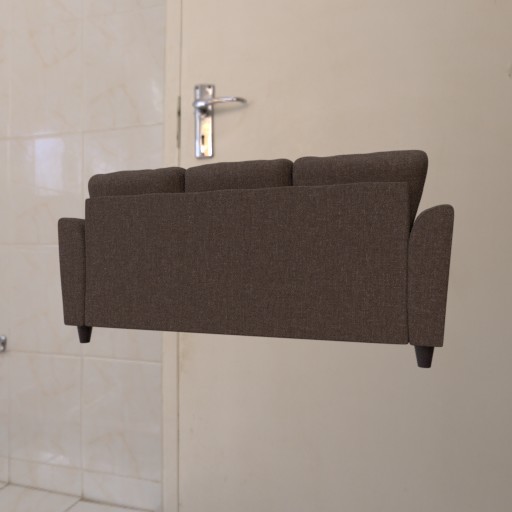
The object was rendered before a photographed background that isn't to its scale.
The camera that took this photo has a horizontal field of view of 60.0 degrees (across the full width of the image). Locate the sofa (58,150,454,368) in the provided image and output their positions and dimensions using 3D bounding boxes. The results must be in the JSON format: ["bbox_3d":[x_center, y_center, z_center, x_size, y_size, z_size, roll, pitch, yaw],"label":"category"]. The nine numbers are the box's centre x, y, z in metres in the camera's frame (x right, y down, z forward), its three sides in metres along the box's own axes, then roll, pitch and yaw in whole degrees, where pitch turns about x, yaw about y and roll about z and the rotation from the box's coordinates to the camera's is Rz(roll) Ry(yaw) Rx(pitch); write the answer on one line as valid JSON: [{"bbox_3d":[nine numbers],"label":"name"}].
[{"bbox_3d":[0.000,0.000,2.340,1.847,0.891,0.837,0,0,18],"label":"sofa"}]
